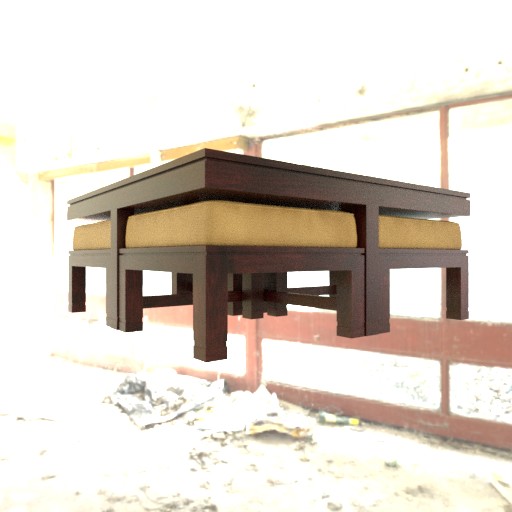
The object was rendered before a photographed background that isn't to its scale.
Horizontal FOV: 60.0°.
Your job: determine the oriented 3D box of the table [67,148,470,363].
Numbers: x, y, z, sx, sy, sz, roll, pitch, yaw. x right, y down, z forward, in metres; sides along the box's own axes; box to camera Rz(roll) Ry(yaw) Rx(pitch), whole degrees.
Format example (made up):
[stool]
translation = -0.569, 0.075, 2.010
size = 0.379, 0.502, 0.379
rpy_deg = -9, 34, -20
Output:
[table]
translation = 0.000, 0.000, 1.336
size = 0.865, 0.356, 0.865
rpy_deg = 0, 0, -37
